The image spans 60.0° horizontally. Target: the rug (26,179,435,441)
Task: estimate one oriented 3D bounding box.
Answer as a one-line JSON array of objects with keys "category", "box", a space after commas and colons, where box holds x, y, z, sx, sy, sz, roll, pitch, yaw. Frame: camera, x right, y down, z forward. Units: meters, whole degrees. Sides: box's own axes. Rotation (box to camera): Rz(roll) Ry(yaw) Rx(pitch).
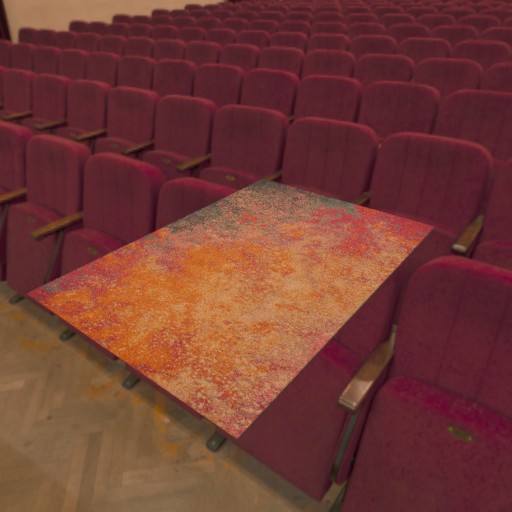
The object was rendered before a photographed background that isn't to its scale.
[{"category": "rug", "box": [0.000, 0.000, 3.678, 2.007, 0.013, 2.896, 22, 37, 32]}]
